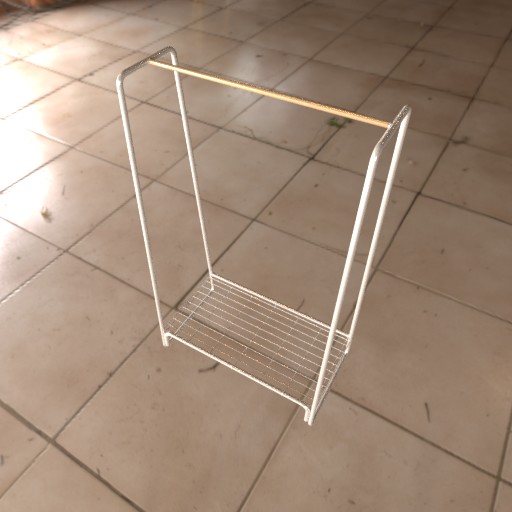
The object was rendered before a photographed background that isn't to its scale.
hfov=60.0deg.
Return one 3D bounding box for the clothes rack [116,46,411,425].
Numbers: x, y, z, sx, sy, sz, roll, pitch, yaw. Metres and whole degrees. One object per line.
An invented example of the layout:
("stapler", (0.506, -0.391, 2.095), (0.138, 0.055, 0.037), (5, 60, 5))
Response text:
("clothes rack", (0.000, 0.000, 1.911), (0.900, 1.500, 0.495), (23, 50, 20))
